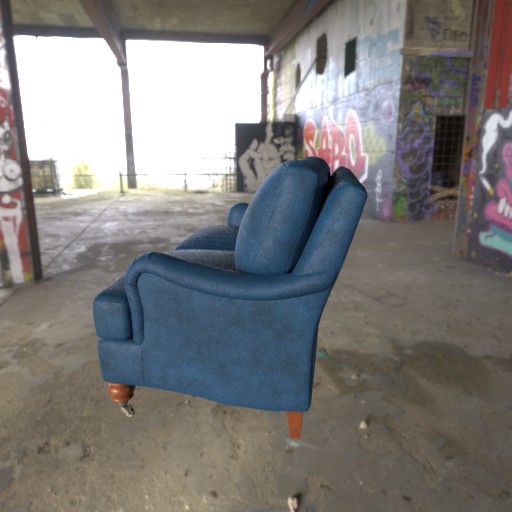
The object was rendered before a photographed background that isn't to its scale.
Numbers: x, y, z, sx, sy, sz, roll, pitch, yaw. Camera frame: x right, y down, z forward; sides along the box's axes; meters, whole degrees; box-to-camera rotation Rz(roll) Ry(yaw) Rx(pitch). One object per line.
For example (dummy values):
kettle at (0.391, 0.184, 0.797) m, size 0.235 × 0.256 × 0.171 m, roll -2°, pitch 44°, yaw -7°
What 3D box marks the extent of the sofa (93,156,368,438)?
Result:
sofa at (0.000, 0.000, 2.545) m, size 1.084 × 1.101 × 1.853 m, roll 2°, pitch 14°, yaw 10°
